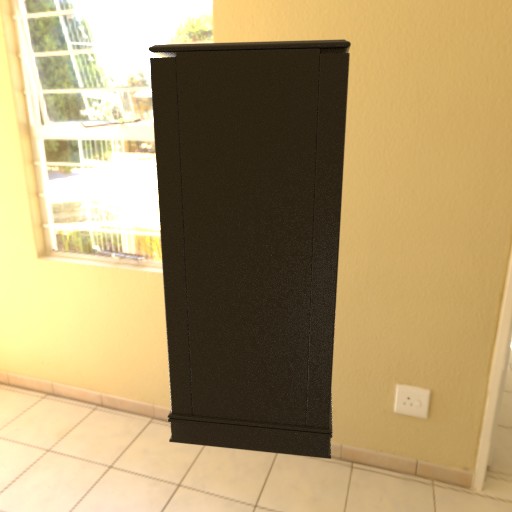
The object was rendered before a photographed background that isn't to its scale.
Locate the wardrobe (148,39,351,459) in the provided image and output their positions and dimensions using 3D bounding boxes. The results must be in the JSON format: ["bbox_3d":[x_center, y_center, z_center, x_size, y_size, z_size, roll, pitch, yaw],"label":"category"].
[{"bbox_3d":[0.000,0.000,1.197,0.444,1.011,0.295,2,17,8],"label":"wardrobe"}]
